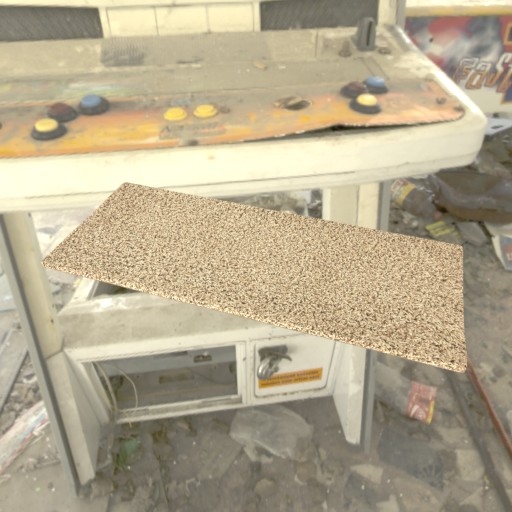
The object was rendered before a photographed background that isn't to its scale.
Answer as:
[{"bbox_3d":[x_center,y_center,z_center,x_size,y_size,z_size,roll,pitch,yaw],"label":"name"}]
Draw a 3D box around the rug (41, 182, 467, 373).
[{"bbox_3d":[0.000,0.000,1.720,1.524,0.030,0.609,12,43,14],"label":"rug"}]
